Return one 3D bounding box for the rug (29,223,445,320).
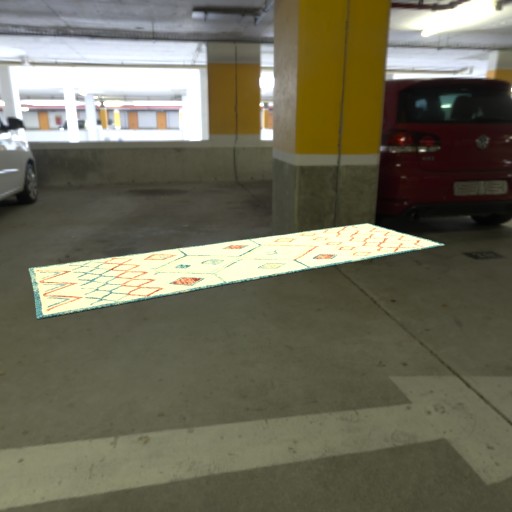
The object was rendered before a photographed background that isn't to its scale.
[{"bbox_3d":[0.000,0.000,2.676,2.435,0.011,0.750,-9,19,-27],"label":"rug"}]
